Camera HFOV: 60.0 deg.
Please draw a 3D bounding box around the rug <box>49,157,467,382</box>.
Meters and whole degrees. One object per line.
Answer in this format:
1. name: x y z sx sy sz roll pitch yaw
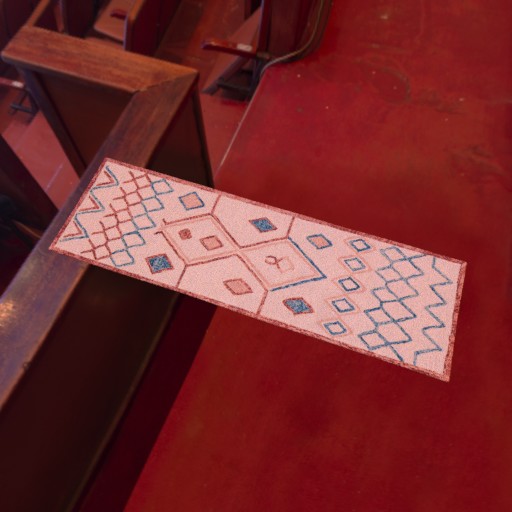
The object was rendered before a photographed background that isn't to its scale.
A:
1. rug: 0.000 0.000 2.696 2.435 0.011 0.750 17 65 8
